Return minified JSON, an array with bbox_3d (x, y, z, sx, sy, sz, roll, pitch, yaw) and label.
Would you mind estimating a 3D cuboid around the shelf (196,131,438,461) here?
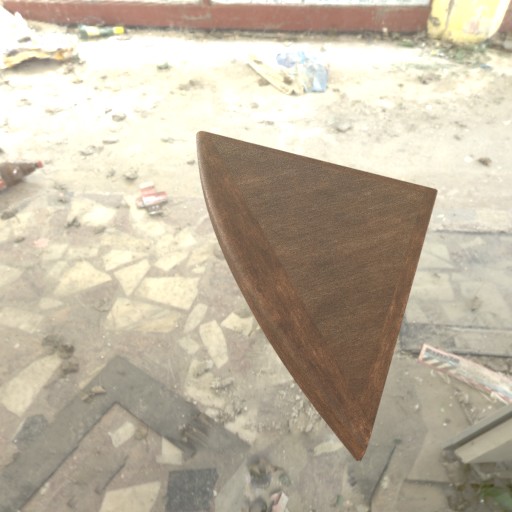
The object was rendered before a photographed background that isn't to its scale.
[{"bbox_3d":[0.000,0.000,0.462,0.310,0.050,0.310,18,50,16],"label":"shelf"}]
